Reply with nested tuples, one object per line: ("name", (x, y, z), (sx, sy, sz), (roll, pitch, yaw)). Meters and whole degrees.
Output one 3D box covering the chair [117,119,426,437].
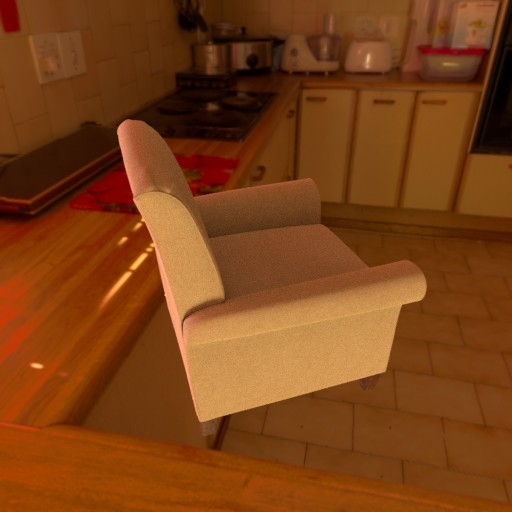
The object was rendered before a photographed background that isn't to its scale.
("chair", (0.000, 0.000, 1.780), (0.905, 1.061, 0.978), (-10, 32, -16))
